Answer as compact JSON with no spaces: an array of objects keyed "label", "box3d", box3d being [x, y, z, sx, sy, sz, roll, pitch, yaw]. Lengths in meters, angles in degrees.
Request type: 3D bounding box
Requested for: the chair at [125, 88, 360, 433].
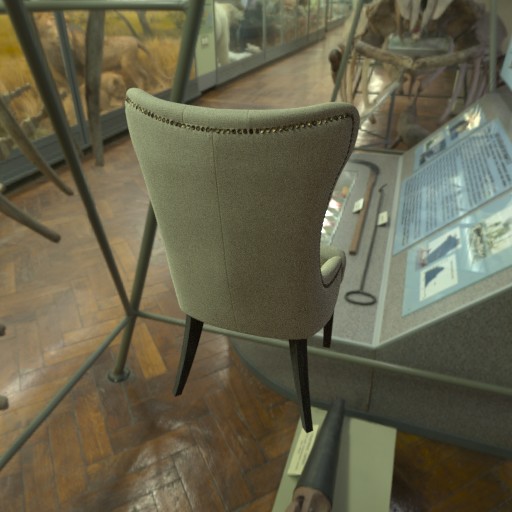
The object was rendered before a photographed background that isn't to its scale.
[{"label":"chair","box3d":[0.000,0.000,1.430,0.584,1.065,0.590,10,32,16]}]
